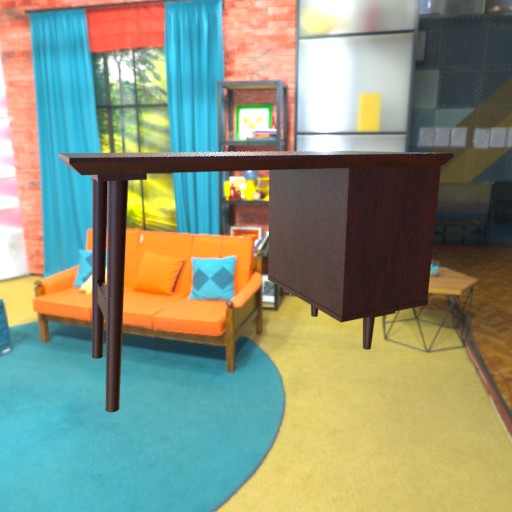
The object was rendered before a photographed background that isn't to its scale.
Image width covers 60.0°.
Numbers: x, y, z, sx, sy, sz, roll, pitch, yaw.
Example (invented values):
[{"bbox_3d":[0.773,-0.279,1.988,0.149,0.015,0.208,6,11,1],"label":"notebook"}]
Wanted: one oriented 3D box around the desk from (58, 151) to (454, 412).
[{"bbox_3d":[0.000,0.000,1.676,1.277,0.758,0.612,-7,16,-25],"label":"desk"}]
